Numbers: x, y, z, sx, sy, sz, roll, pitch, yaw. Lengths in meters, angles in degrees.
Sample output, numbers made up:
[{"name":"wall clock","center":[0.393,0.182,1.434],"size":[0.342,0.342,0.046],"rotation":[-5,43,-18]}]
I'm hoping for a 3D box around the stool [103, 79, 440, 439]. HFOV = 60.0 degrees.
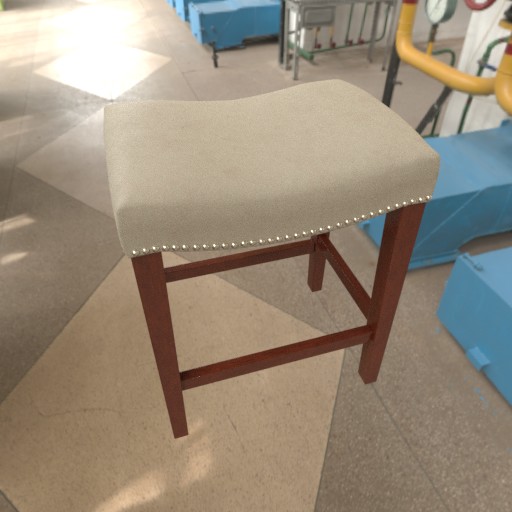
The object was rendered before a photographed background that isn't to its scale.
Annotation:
[{"name":"stool","center":[0.000,0.000,0.950],"size":[0.509,0.632,0.375],"rotation":[-11,42,-13]}]
